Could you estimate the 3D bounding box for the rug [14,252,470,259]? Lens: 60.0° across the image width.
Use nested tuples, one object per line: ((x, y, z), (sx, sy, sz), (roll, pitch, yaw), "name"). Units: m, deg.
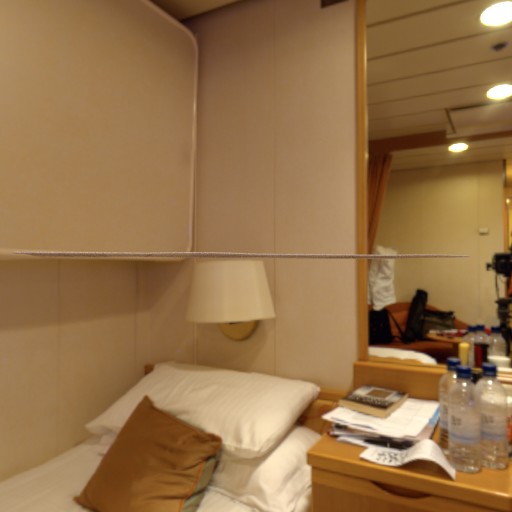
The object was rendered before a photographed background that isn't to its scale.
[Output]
((0.000, 0.000, 2.646), (2.439, 0.013, 0.762), (0, -1, -18), "rug")
